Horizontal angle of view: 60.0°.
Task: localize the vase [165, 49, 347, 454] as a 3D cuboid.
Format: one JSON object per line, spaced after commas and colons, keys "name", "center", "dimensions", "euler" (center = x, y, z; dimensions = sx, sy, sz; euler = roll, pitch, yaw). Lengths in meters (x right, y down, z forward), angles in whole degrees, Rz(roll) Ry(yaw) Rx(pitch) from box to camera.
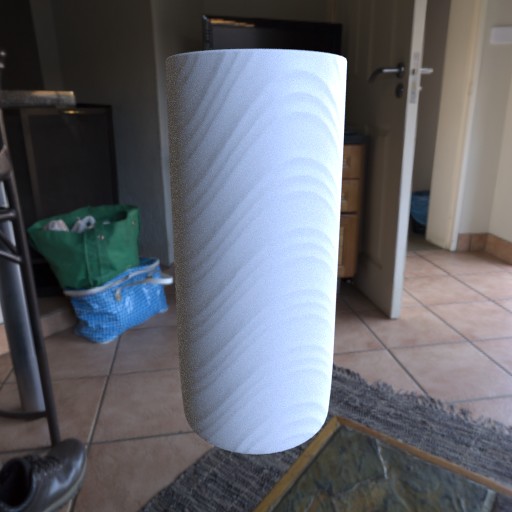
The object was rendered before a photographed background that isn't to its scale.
{"name": "vase", "center": [0.000, 0.000, 0.390], "dimensions": [0.143, 0.316, 0.143], "euler": [0, 18, 0]}
